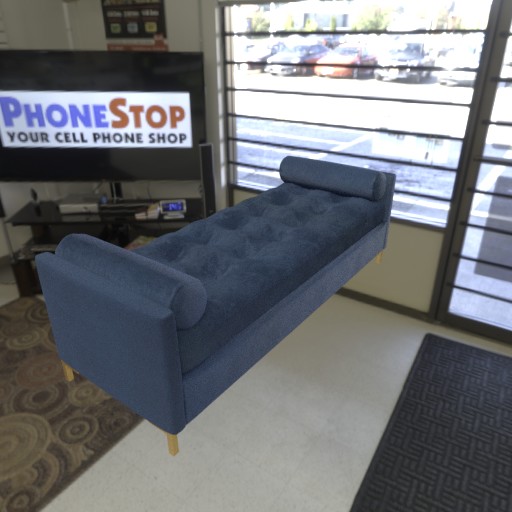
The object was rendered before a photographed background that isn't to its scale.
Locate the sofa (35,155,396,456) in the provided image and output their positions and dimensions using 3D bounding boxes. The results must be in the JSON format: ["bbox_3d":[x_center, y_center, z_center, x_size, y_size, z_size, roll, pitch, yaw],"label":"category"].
[{"bbox_3d":[0.000,0.000,2.506,0.796,0.705,2.102,18,32,32],"label":"sofa"}]
